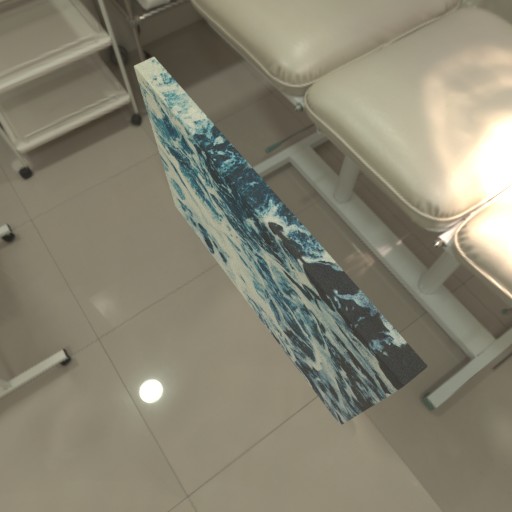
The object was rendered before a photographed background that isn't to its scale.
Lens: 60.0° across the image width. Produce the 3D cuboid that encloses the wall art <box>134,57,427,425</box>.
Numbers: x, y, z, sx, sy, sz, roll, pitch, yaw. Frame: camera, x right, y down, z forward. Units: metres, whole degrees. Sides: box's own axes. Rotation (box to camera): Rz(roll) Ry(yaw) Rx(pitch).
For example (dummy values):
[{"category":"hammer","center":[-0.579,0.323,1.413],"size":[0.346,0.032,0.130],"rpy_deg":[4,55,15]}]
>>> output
[{"category":"wall art","center":[0.000,0.000,0.778],"size":[0.043,0.407,0.609],"rpy_deg":[-33,68,-15]}]
